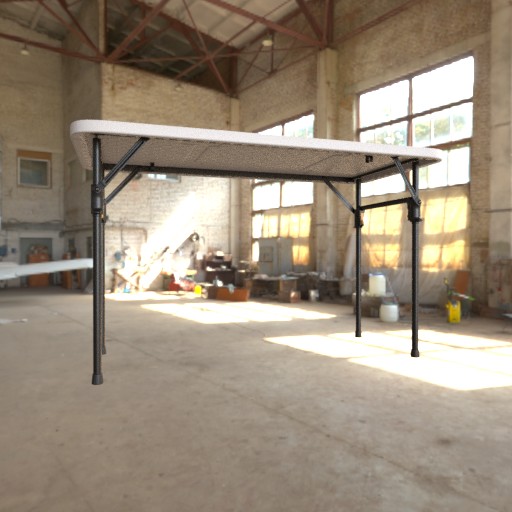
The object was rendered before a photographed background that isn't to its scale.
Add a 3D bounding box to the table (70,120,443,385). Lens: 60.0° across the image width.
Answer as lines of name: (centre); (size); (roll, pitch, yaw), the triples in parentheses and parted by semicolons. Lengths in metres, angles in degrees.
table: (0.000, 0.000, 1.622); (1.219, 0.729, 0.610); (0, 0, -17)
